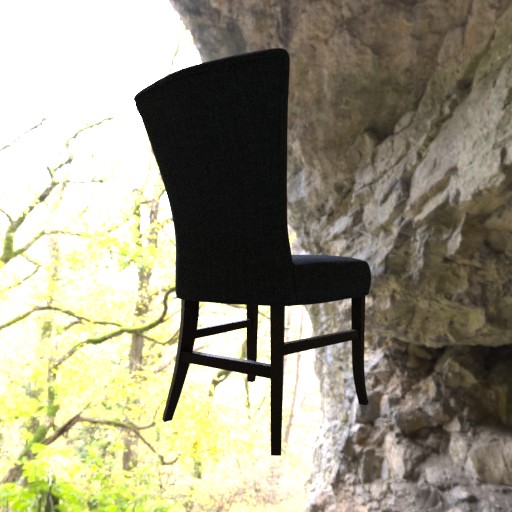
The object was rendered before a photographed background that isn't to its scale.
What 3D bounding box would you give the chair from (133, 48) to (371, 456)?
[{"bbox_3d":[0.000,0.000,1.379,0.520,0.991,0.660,0,0,35],"label":"chair"}]
